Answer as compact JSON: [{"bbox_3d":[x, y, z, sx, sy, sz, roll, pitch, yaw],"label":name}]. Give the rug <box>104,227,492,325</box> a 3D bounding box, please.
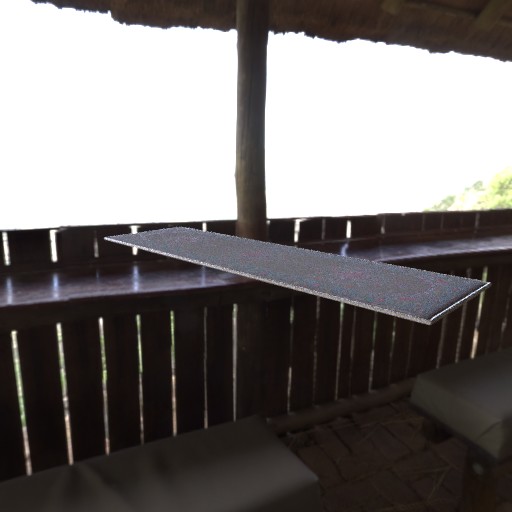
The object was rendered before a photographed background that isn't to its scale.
[{"bbox_3d":[0.000,0.000,2.521,2.297,0.019,0.659,12,18,43],"label":"rug"}]
